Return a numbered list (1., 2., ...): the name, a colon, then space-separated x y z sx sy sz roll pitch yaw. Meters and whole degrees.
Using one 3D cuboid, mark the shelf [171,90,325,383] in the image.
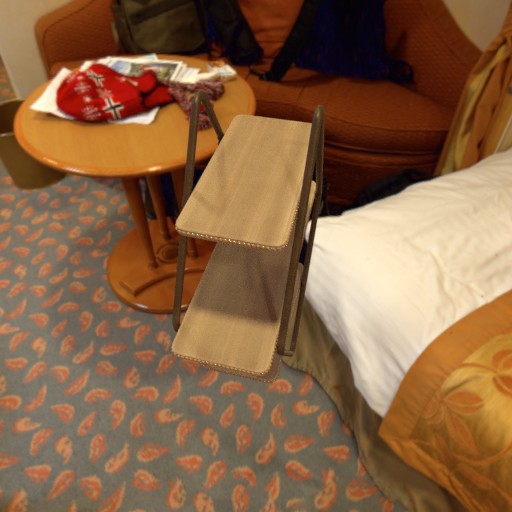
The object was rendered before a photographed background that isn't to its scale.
1. shelf: 0.000 0.000 1.048 0.234 0.774 0.609 10 48 10
